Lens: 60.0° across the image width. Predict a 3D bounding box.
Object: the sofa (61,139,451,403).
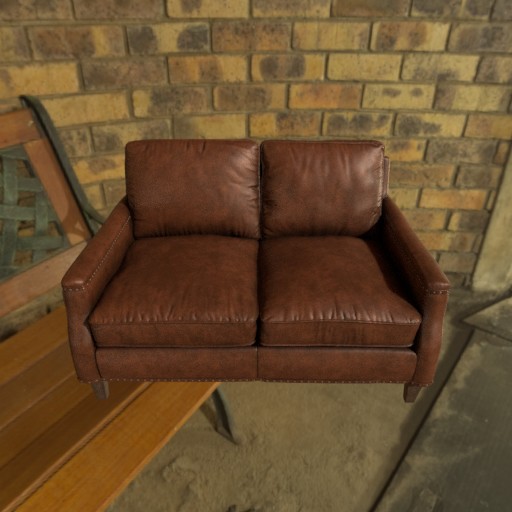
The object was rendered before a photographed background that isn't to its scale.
[{"bbox_3d":[0.000,0.000,2.249,1.628,1.003,1.083,0,30,1],"label":"sofa"}]
